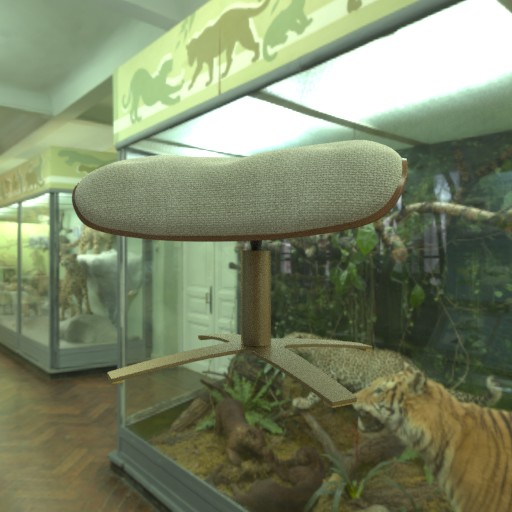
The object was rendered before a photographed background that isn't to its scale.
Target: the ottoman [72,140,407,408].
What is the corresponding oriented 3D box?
[{"bbox_3d":[0.000,0.000,0.812,0.520,0.391,0.394,0,0,18],"label":"ottoman"}]
